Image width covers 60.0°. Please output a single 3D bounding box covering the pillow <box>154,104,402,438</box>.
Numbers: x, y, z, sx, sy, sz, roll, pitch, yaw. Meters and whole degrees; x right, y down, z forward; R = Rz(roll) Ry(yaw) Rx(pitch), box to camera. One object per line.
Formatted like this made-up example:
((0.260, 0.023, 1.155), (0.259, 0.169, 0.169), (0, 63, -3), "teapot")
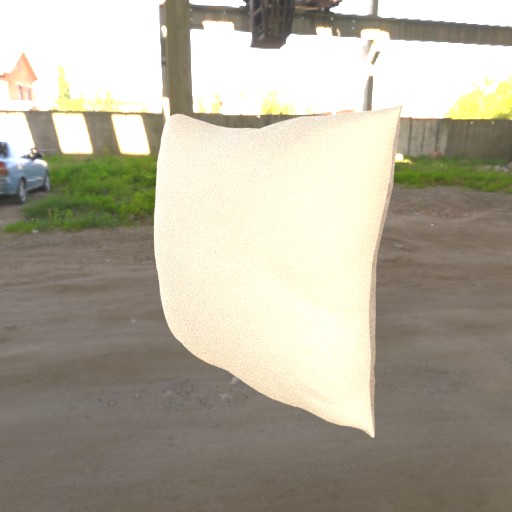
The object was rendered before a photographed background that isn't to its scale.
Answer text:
((0.000, 0.000, 0.711), (0.450, 0.448, 0.245), (15, 21, 43), "pillow")
